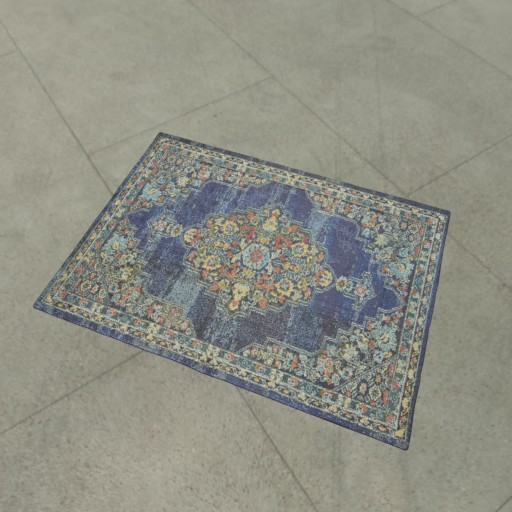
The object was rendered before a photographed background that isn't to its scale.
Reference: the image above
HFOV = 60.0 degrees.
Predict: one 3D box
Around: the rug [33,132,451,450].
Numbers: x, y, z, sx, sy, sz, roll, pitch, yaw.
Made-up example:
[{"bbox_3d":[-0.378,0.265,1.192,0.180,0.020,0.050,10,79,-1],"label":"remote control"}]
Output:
[{"bbox_3d":[0.000,0.000,2.824,2.232,0.009,1.630,18,59,11],"label":"rug"}]
